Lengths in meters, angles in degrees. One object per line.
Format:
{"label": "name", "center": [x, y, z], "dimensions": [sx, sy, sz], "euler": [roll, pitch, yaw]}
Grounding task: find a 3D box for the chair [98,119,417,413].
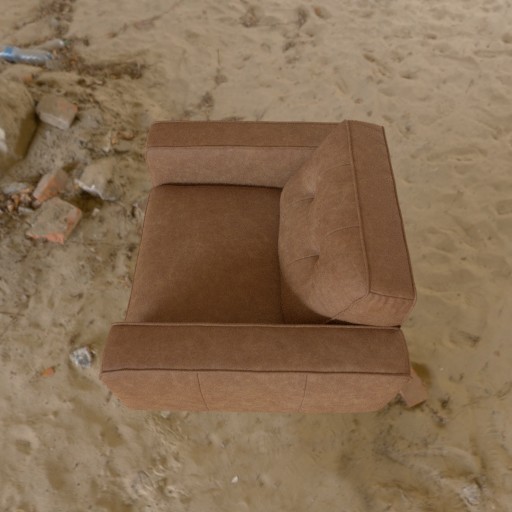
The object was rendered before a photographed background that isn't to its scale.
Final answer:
{"label": "chair", "center": [0.000, 0.000, 1.728], "dimensions": [0.952, 0.782, 1.118], "euler": [1, 58, 1]}
